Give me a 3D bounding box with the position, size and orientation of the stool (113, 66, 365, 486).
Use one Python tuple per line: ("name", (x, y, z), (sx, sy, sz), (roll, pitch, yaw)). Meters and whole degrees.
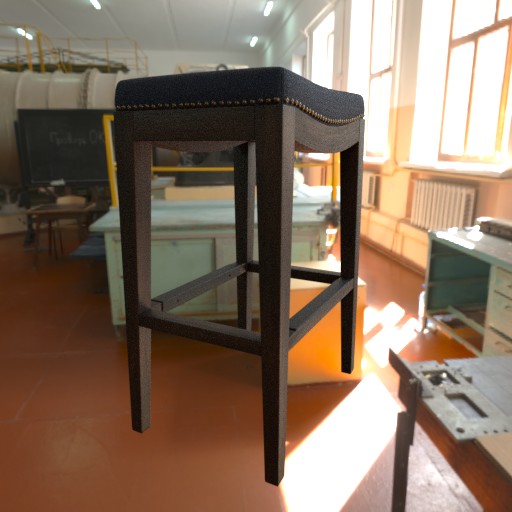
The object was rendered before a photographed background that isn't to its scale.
("stool", (0.000, 0.000, 1.024), (0.358, 0.740, 0.498), (7, 16, 27))
